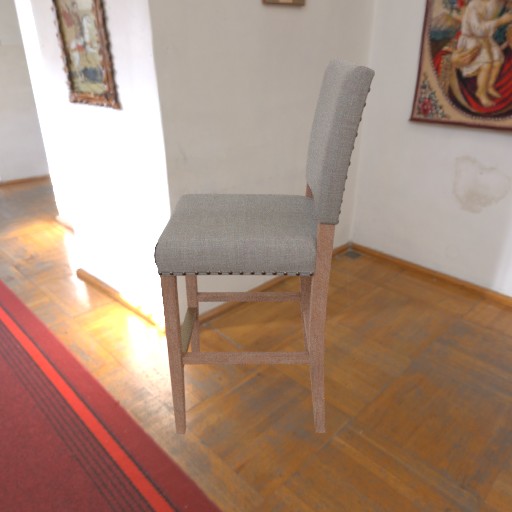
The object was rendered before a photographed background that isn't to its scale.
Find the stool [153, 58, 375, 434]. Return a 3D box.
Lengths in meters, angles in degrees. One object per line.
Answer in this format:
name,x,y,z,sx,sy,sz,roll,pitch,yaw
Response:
stool,0.000,0.000,1.495,0.585,1.203,0.445,0,26,1
